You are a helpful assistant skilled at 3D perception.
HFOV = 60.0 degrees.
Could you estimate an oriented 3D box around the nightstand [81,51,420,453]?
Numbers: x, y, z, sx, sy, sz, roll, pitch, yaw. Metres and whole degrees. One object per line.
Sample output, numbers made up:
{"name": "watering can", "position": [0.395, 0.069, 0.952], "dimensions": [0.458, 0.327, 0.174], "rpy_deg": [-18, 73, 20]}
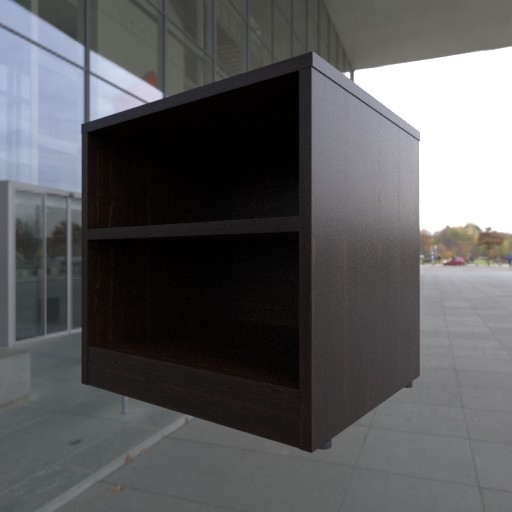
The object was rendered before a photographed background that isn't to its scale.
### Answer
{"name": "nightstand", "position": [0.000, 0.000, 0.844], "dimensions": [0.489, 0.487, 0.427], "rpy_deg": [0, 0, 37]}
